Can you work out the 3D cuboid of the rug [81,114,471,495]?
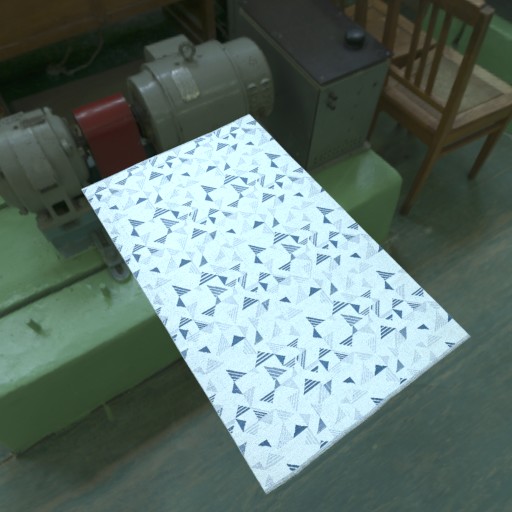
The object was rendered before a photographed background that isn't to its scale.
[{"bbox_3d":[0.000,0.000,3.007,1.512,0.009,2.457,-30,62,-18],"label":"rug"}]
